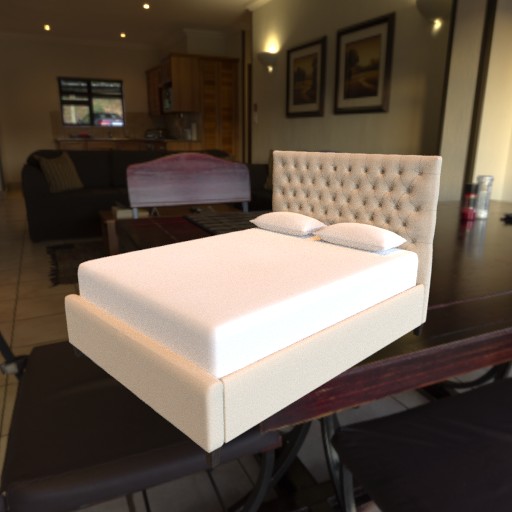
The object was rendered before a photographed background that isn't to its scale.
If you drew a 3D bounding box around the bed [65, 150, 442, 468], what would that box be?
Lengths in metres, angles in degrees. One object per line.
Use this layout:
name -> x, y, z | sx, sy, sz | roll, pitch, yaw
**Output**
bed -> 0.000, 0.000, 3.270 | 2.233, 1.426, 1.696 | -14, 21, -42
